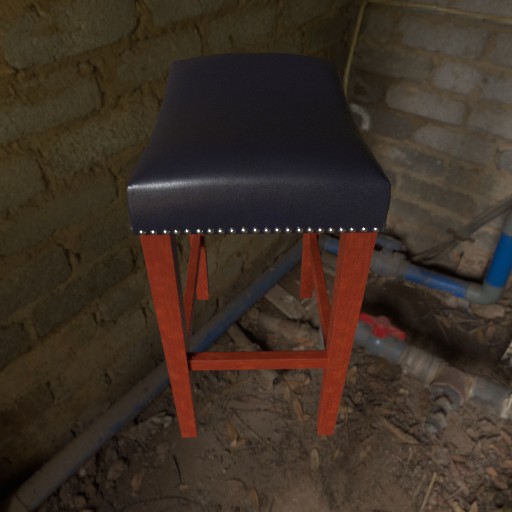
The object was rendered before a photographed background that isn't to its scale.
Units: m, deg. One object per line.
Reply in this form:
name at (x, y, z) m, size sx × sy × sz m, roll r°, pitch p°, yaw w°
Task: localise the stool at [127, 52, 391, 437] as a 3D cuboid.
stool at (0.000, 0.000, 1.000) m, size 0.372 × 0.742 × 0.504 m, roll -1°, pitch 42°, yaw -1°
